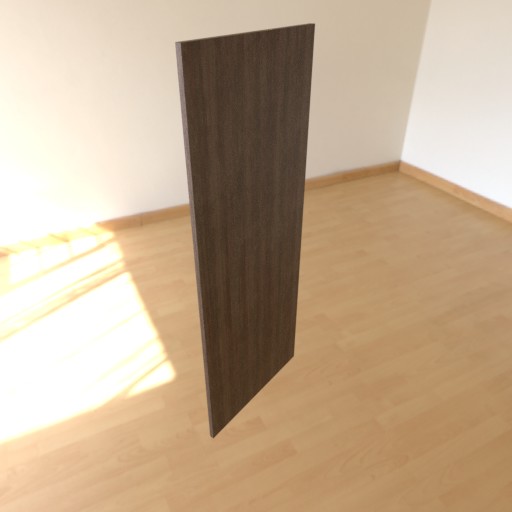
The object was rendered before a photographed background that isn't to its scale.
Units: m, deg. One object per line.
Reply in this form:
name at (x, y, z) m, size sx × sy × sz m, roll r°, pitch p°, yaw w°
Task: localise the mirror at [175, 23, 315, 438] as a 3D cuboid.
mirror at (0.000, 0.000, 2.237) m, size 0.025 × 2.032 × 0.812 m, roll 23°, pitch 39°, yaw 31°
